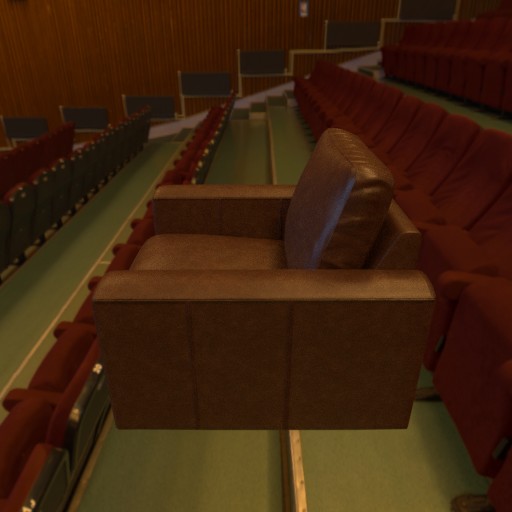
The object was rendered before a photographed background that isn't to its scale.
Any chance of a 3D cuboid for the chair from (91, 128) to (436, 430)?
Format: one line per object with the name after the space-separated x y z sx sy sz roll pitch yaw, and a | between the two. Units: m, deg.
0.000 0.000 1.734 1.016 0.873 1.005 0 27 0 | chair
